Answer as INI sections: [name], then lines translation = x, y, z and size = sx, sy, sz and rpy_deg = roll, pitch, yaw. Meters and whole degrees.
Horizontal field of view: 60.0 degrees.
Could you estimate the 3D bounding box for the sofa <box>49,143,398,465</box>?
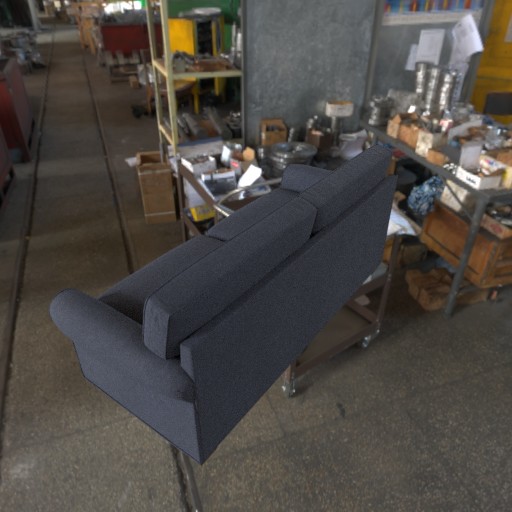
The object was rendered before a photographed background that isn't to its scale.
[sofa]
translation = 0.000, 0.000, 2.864
size = 0.954, 1.026, 2.391
rpy_deg = 22, 39, 30
